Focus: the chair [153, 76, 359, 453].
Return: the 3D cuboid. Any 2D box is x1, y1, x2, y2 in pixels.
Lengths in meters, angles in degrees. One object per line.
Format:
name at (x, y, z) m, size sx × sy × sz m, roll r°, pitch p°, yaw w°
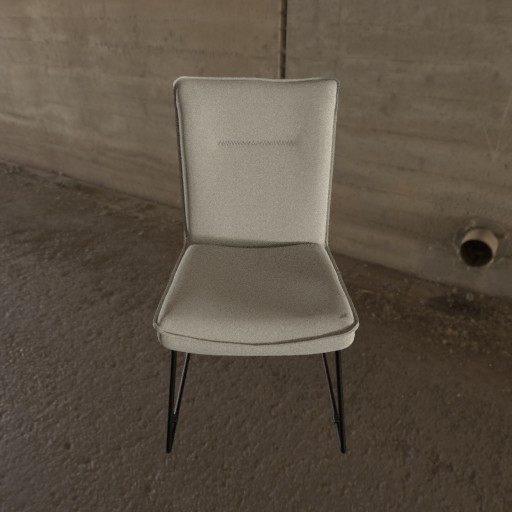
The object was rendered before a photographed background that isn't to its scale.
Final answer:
chair at (0.000, 0.000, 1.327) m, size 0.515 × 0.930 × 0.688 m, roll 0°, pitch 29°, yaw 0°
